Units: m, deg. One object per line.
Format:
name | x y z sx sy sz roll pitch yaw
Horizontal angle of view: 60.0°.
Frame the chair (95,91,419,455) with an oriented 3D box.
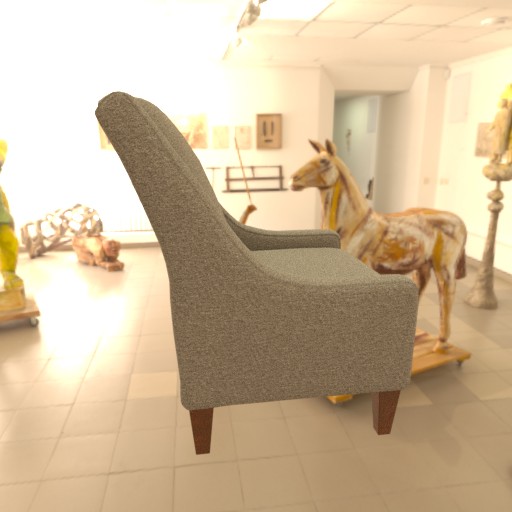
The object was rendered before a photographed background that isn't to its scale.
chair | 0.000 0.000 1.550 0.870 1.016 0.774 -2 15 -9
